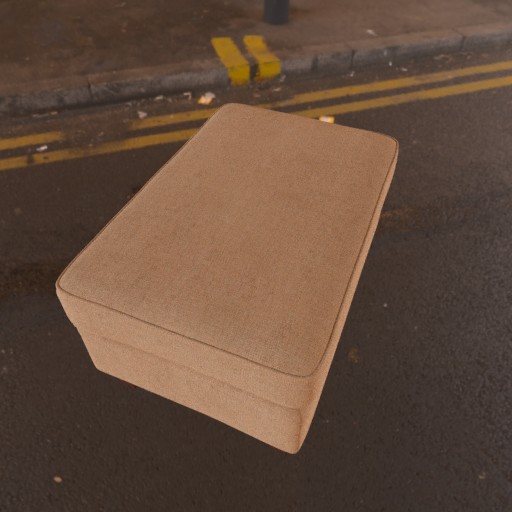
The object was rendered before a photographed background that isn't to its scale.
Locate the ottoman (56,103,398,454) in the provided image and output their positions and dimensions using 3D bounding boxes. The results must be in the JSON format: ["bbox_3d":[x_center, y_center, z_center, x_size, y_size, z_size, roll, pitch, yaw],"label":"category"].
[{"bbox_3d":[0.000,0.000,1.243,0.583,0.484,0.862,17,48,15],"label":"ottoman"}]
